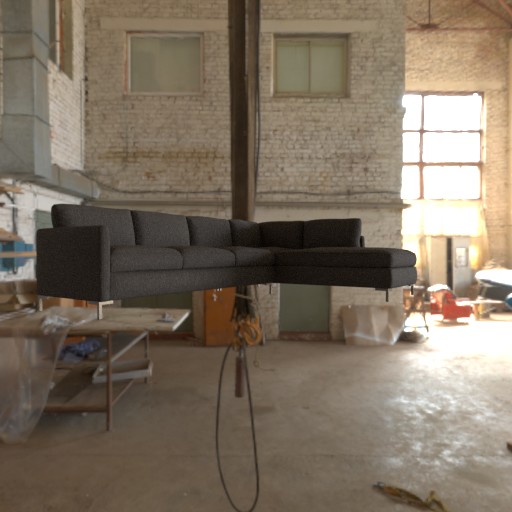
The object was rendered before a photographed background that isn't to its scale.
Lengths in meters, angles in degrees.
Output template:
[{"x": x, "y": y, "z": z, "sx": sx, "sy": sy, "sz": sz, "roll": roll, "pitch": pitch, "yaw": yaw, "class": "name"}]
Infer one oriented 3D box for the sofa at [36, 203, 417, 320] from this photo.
[{"x": 0.000, "y": 0.000, "z": 3.921, "sx": 2.007, "sy": 0.815, "sz": 2.949, "roll": 0, "pitch": 1, "yaw": 35, "class": "sofa"}]
